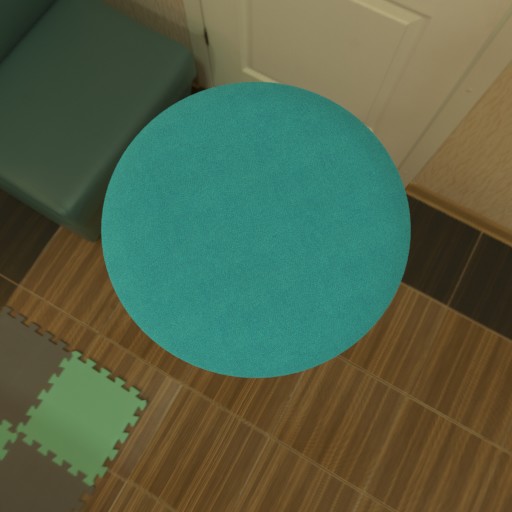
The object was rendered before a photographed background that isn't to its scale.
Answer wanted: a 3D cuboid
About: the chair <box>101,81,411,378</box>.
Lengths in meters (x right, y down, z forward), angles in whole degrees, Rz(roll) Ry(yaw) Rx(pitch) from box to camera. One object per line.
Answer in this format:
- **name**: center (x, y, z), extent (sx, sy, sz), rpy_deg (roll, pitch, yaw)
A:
- **chair**: center (0.000, 0.000, 0.672), extent (0.350, 0.430, 0.350), rpy_deg (0, 76, 0)
